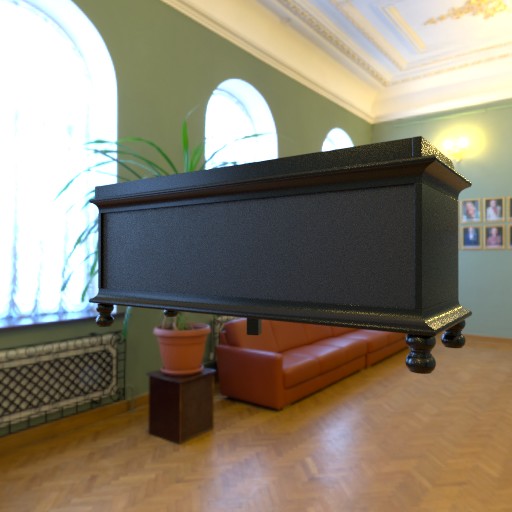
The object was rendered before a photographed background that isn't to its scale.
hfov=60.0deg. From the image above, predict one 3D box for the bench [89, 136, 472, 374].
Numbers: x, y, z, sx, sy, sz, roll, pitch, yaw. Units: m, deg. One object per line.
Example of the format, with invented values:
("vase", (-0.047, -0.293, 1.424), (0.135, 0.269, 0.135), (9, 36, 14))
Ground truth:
("bench", (0.000, 0.000, 1.408), (1.185, 0.501, 0.402), (0, 0, 35))
